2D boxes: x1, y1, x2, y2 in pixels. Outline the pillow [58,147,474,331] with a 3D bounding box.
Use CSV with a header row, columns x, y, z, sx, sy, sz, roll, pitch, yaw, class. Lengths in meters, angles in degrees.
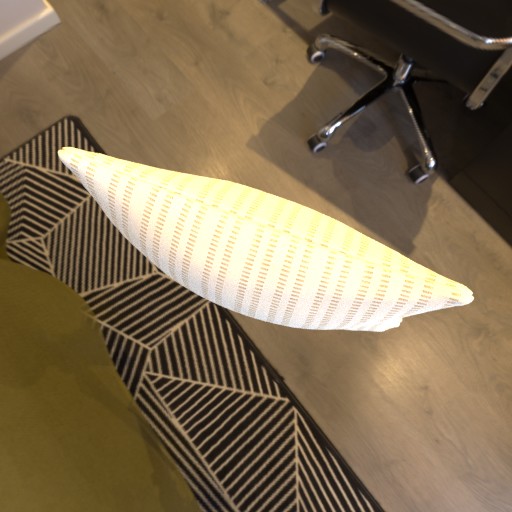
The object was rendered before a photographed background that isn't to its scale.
x,y,z,sx,sy,sz,roll,pitch,yaw,class
0.000,0.000,0.793,0.640,0.353,0.210,20,77,5,pillow
